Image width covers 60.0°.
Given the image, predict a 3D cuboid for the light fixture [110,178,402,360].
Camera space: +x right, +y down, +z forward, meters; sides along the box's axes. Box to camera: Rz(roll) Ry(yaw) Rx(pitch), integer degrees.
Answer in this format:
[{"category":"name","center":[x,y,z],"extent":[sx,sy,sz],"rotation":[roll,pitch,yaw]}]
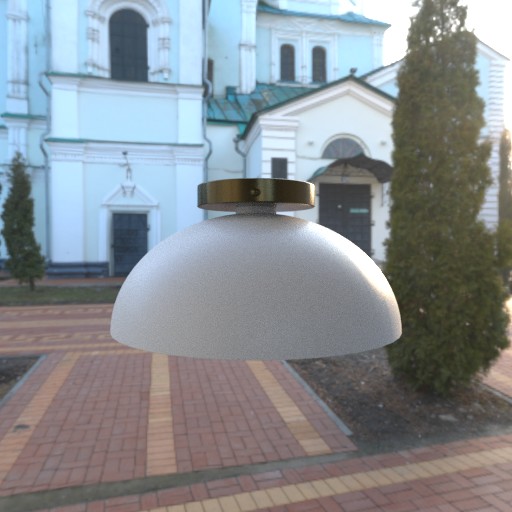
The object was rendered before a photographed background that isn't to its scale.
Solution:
[{"category":"light fixture","center":[0.000,0.000,0.566],"extent":[0.355,0.177,0.355],"rotation":[0,1,0]}]
